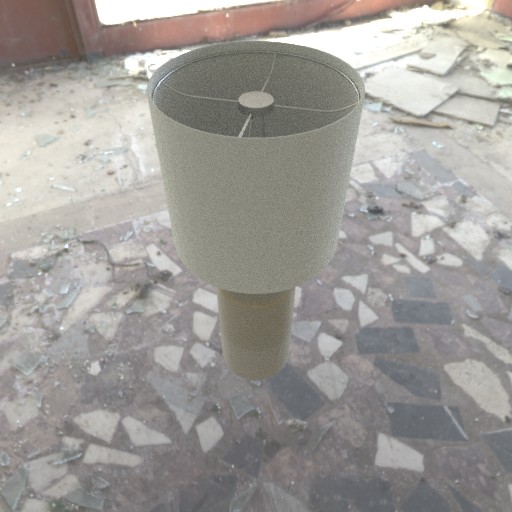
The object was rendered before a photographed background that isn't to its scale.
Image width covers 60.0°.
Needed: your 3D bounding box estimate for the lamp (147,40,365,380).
[{"bbox_3d":[0.000,0.000,0.612,0.212,0.493,0.212,10,47,9],"label":"lamp"}]
